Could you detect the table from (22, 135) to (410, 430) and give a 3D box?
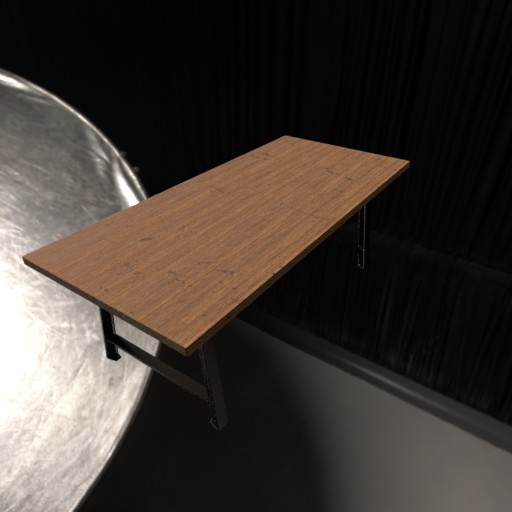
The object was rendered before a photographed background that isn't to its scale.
[{"bbox_3d":[0.000,0.000,2.688,1.000,0.757,2.200,21,38,29],"label":"table"}]
